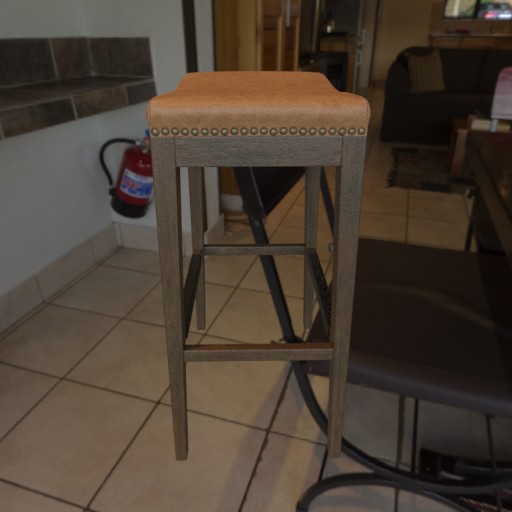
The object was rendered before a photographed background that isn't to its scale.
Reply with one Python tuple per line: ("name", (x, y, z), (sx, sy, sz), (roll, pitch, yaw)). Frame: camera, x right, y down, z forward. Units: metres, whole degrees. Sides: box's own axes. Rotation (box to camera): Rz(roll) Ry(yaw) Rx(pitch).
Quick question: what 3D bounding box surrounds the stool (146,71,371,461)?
("stool", (0.000, 0.000, 1.026), (0.361, 0.759, 0.500), (-1, 27, -1))
